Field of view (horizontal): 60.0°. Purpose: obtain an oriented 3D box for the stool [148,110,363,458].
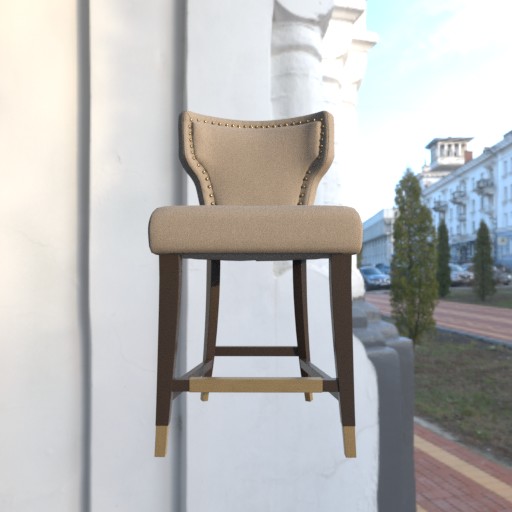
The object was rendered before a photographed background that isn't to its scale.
[{"bbox_3d":[0.000,0.000,1.326,0.527,0.982,0.563,0,-1,0],"label":"stool"}]
